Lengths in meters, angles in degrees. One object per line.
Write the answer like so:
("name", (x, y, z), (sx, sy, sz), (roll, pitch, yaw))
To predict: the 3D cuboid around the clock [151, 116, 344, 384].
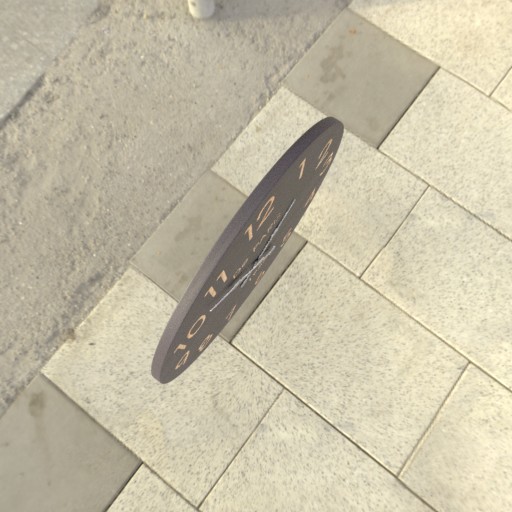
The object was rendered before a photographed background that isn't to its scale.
("clock", (0.000, 0.000, 0.883), (0.029, 0.595, 0.595), (35, 79, 8))
